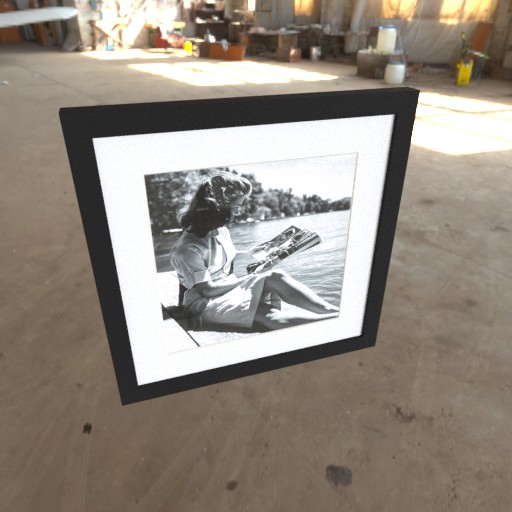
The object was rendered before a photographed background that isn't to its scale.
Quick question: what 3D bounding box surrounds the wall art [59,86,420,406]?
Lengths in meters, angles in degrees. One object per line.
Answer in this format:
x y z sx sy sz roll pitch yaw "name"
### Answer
0.000 0.000 0.672 0.462 0.458 0.030 -9 31 -15 "wall art"
